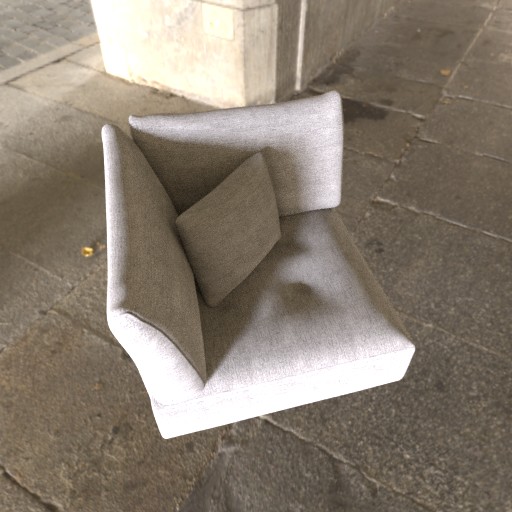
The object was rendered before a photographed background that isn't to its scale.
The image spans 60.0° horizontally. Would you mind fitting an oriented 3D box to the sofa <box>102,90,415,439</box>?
[{"bbox_3d":[0.000,0.000,1.748,1.000,0.820,1.000,-11,47,-10],"label":"sofa"}]
